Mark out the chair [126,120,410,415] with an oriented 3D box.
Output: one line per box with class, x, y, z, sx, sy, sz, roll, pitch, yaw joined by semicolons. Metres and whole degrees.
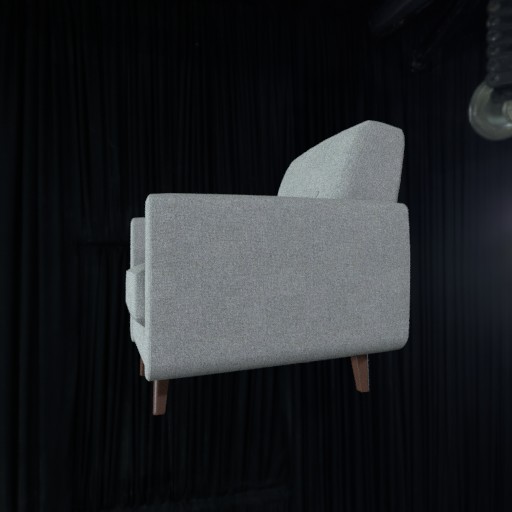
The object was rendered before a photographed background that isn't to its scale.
chair;0.000;0.000;1.720;0.942;0.968;0.845;0;-1;-19
